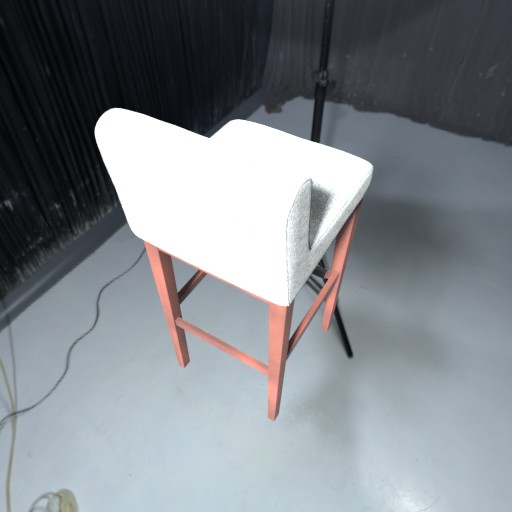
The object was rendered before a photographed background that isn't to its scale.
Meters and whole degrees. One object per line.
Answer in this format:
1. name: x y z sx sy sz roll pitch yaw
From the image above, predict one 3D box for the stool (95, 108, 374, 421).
1. stool: 0.000 0.000 1.231 0.426 0.965 0.499 24 52 21
